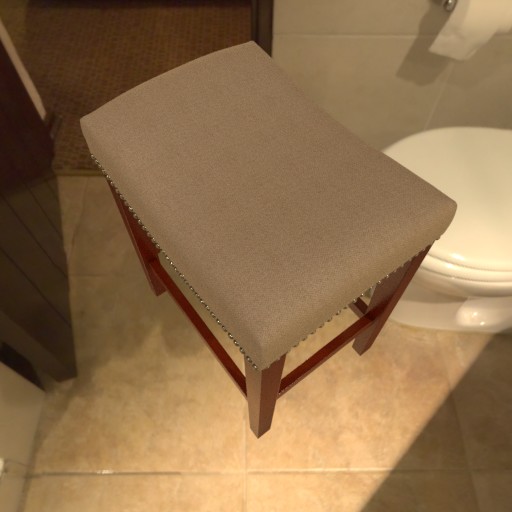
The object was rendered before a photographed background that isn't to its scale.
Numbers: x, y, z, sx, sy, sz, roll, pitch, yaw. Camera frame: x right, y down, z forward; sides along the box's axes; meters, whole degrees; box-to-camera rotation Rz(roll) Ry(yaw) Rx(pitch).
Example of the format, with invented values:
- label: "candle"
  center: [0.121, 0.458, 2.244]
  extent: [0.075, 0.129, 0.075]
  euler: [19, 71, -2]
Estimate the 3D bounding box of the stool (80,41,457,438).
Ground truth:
- label: "stool"
  center: [0.000, 0.000, 0.928]
  extent: [0.375, 0.632, 0.509]
  euler: [-33, 64, -18]
